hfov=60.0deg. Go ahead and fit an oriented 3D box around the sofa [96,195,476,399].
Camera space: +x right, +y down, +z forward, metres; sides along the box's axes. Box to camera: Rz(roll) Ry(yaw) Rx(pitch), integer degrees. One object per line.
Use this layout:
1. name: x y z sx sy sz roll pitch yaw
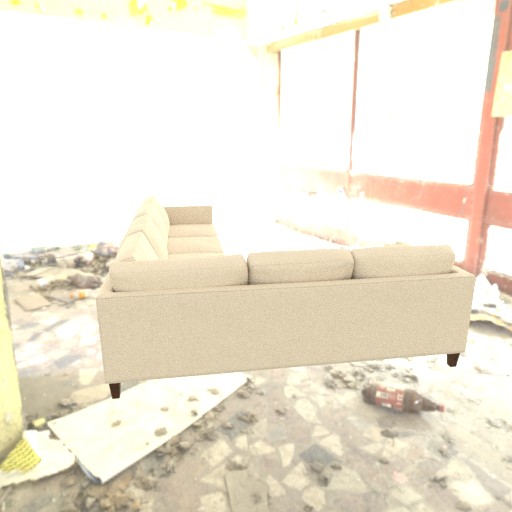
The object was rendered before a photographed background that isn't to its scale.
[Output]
1. sofa: 0.000 0.000 4.286 2.432 0.863 3.182 -3 16 -9
